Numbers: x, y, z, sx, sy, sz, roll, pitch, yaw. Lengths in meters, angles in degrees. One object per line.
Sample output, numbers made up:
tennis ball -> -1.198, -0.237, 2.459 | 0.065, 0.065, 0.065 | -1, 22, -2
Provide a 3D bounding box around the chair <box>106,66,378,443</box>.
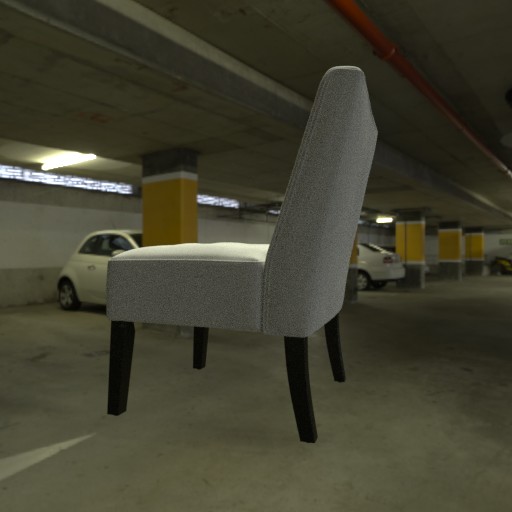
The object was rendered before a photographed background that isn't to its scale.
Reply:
chair -> 0.000, 0.000, 1.328 | 0.676, 0.853, 0.569 | 0, 0, 19
